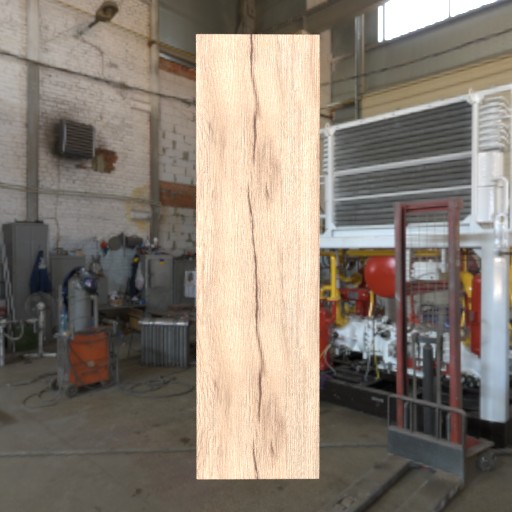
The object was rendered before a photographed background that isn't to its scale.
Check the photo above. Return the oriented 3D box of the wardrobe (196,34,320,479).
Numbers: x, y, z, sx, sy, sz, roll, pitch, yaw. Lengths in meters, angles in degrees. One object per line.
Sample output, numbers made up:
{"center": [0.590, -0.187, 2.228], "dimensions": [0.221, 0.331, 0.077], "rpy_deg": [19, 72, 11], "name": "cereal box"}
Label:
{"center": [0.000, 0.000, 2.966], "dimensions": [0.580, 2.070, 1.810], "rpy_deg": [0, 1, 0], "name": "wardrobe"}
